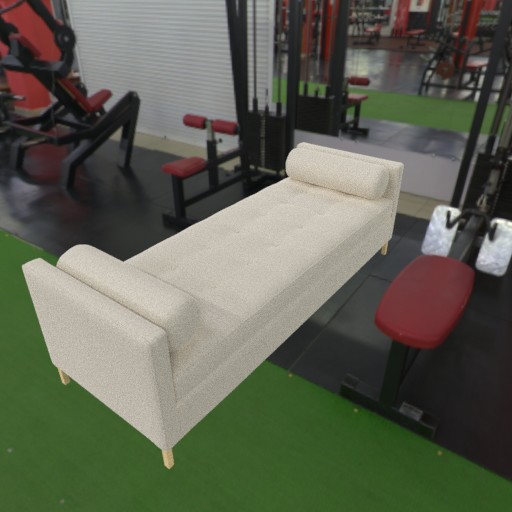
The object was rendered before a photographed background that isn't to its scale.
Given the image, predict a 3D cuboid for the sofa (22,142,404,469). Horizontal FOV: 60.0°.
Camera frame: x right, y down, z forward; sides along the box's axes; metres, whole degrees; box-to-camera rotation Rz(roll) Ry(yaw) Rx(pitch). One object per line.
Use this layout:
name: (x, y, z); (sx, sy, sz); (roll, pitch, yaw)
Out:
sofa: (0.000, 0.000, 2.298); (0.746, 0.641, 1.985); (21, 37, 31)
